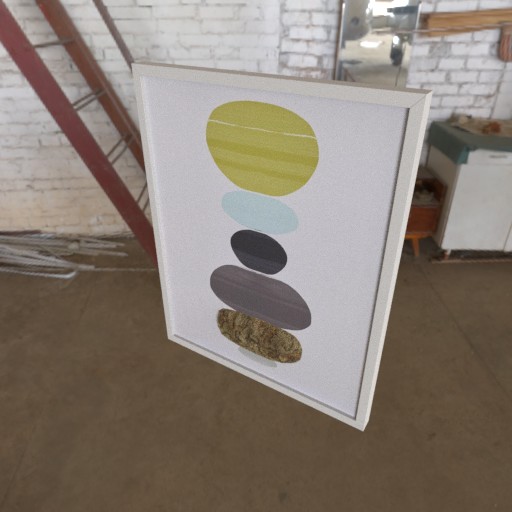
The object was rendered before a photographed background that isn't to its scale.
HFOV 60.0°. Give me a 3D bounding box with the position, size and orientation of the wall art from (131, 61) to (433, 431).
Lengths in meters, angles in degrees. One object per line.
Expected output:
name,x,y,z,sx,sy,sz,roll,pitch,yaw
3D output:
wall art,0.000,0.000,1.000,0.611,0.763,0.055,18,35,27
